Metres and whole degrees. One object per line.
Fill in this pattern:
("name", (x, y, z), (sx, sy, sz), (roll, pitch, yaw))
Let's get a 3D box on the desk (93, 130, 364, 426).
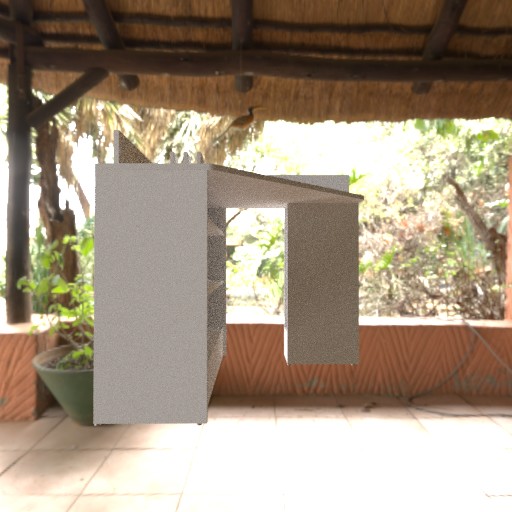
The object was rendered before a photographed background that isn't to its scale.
("desk", (0.000, 0.000, 1.750), (0.940, 0.986, 0.940), (0, -1, 0))
